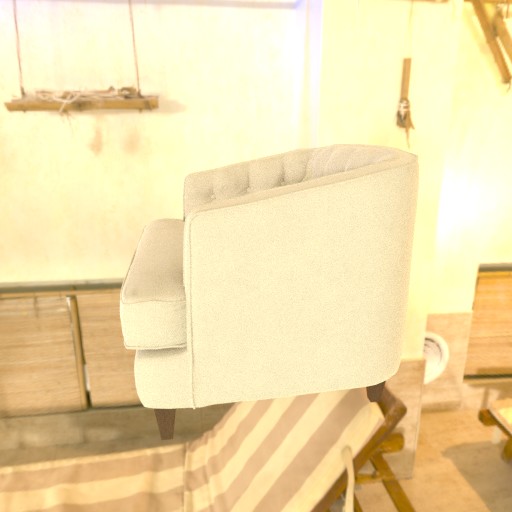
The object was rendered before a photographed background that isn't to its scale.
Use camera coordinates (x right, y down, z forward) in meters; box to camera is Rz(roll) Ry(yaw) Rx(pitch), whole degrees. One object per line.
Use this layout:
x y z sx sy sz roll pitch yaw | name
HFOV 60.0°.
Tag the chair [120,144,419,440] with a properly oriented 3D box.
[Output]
0.000 0.000 1.754 0.941 0.852 1.104 -3 16 -9 | chair
